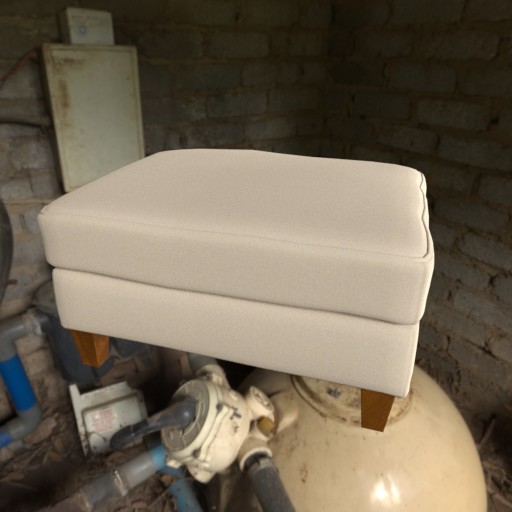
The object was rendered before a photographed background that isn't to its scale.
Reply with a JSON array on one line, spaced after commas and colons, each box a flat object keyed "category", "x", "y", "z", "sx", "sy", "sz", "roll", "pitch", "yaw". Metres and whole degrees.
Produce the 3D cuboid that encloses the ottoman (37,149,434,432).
[{"category": "ottoman", "x": 0.000, "y": 0.000, "z": 1.176, "sx": 0.818, "sy": 0.485, "sz": 0.634, "roll": 8, "pitch": 26, "yaw": 16}]
